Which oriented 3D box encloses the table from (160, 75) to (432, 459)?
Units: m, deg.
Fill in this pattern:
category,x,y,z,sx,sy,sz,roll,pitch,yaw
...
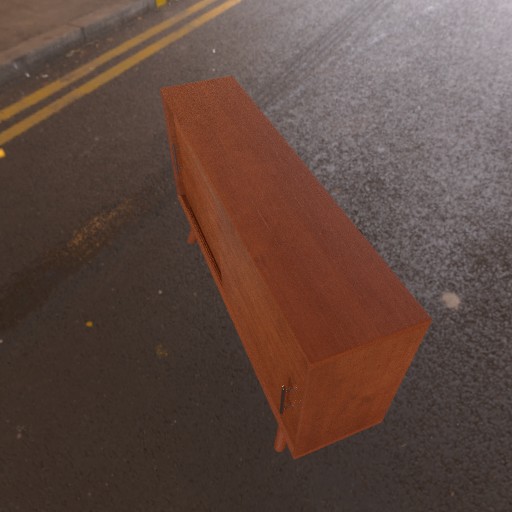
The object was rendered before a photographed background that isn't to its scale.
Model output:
category,x,y,z,sx,sy,sz,roll,pitch,yaw
table,0.000,0.000,1.518,0.308,0.698,1.220,-16,49,-15
